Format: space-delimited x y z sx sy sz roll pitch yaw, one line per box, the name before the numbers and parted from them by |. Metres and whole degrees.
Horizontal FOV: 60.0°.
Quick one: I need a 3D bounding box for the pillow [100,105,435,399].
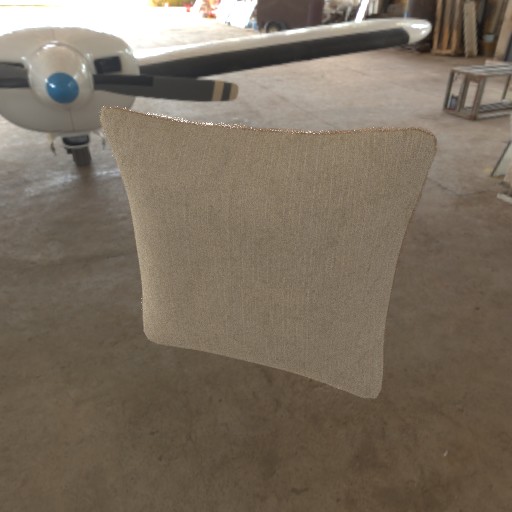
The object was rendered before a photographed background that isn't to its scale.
pillow | 0.000 0.000 0.818 0.538 0.525 0.216 10 33 15
